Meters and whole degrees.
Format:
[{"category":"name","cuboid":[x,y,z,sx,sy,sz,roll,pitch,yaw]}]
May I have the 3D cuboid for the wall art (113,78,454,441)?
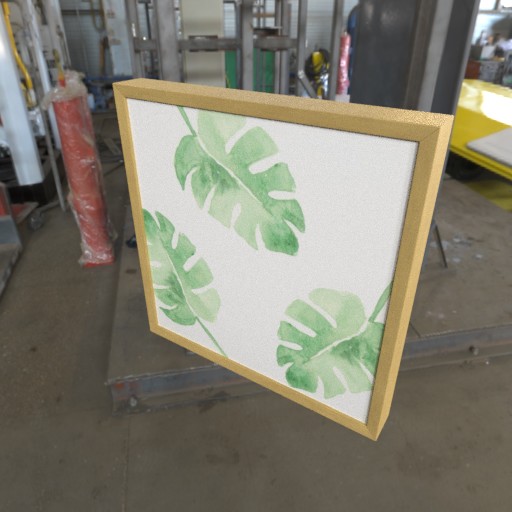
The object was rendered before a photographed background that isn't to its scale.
[{"category":"wall art","cuboid":[0.000,0.000,0.443,0.305,0.305,0.038,18,35,28]}]
